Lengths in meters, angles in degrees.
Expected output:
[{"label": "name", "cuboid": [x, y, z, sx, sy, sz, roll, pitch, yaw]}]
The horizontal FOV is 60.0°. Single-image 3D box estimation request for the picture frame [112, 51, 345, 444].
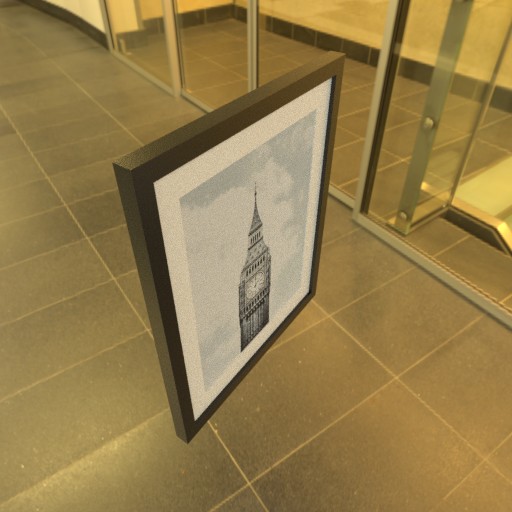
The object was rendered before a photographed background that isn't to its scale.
[{"label": "picture frame", "cuboid": [0.000, 0.000, 0.763, 0.028, 0.556, 0.460, 25, 47, 26]}]
